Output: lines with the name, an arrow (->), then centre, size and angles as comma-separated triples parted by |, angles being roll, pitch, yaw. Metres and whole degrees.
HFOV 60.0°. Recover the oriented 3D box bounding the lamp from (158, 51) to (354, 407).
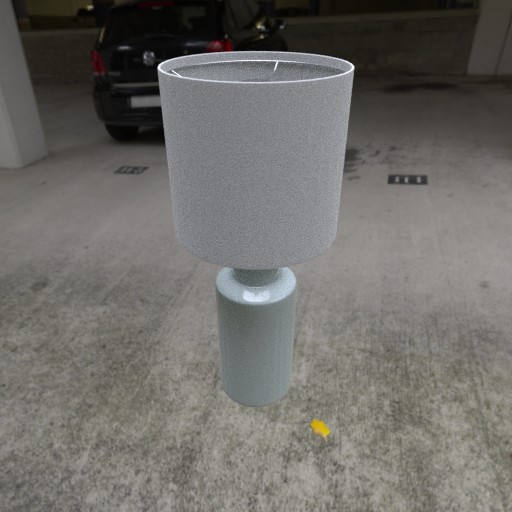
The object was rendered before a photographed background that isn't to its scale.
lamp -> 0.000, 0.000, 0.614 | 0.212, 0.493, 0.212 | 9, 33, 14
